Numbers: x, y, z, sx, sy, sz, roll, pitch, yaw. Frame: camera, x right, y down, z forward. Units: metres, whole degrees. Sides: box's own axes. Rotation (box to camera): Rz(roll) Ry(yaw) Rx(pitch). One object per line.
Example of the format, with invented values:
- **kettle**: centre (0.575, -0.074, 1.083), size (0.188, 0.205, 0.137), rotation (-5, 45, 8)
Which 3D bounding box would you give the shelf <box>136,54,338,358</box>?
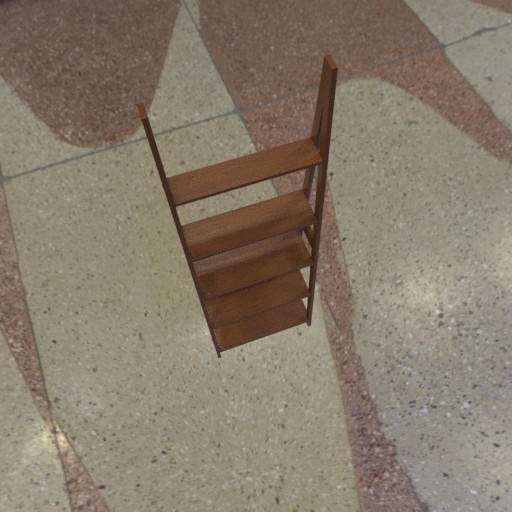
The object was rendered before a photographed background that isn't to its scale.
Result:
- **shelf**: centre (0.000, 0.000, 2.080), size (0.630, 1.780, 0.356), rotation (-18, 65, -9)
